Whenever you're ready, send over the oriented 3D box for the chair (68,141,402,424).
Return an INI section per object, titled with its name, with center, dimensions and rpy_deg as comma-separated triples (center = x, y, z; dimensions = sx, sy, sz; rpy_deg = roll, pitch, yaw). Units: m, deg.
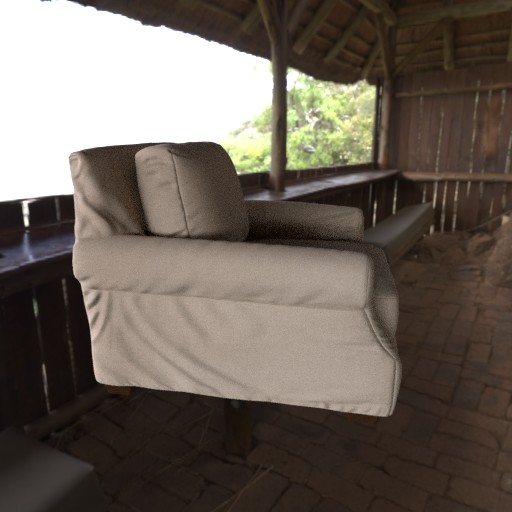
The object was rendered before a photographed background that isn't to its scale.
[chair]
center = 0.000, 0.000, 1.734
dimensions = 1.066, 0.866, 0.940
rpy_deg = 3, 16, 10
